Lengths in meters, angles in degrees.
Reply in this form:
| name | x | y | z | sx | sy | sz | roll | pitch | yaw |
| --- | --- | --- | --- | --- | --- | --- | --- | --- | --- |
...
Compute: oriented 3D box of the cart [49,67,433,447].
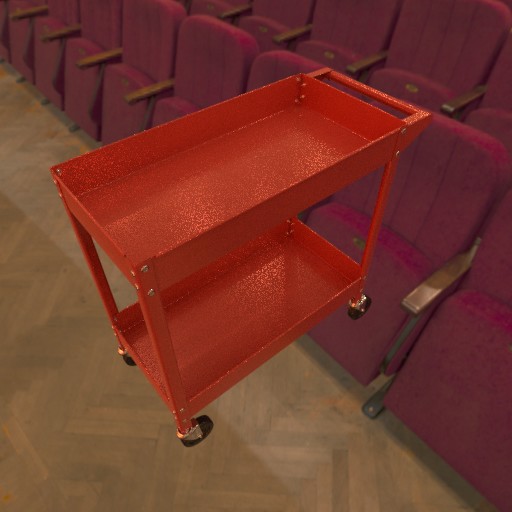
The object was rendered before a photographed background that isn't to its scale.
| name | x | y | z | sx | sy | sz | roll | pitch | yaw |
| --- | --- | --- | --- | --- | --- | --- | --- | --- | --- |
| cart | 0.000 | 0.000 | 1.181 | 0.779 | 0.719 | 0.366 | -31 | 53 | -26 |
